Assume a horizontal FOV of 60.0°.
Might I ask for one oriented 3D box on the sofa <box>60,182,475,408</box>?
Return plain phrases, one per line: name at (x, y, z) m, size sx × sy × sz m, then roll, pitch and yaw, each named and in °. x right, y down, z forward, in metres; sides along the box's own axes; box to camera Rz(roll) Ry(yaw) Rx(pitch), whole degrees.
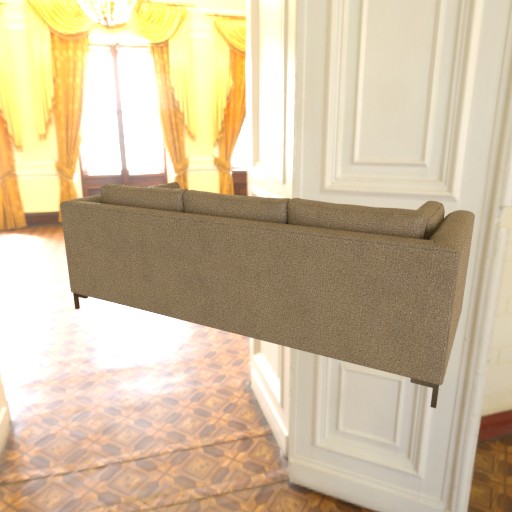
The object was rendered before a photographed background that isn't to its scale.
sofa at (0.000, 0.000, 2.841) m, size 2.415 × 0.867 × 0.969 m, roll 9°, pitch 19°, yaw 27°
